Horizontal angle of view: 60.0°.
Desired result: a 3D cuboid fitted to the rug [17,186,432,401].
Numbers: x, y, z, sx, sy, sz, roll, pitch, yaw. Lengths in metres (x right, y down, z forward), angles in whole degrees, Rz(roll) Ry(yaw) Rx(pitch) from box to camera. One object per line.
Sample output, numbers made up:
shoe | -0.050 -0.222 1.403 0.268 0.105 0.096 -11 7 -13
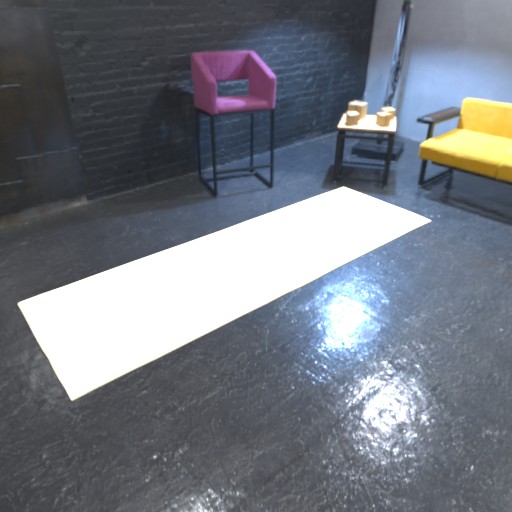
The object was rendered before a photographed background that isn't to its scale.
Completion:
rug | 0.000 0.000 2.610 2.450 0.014 0.793 -23 38 -33
